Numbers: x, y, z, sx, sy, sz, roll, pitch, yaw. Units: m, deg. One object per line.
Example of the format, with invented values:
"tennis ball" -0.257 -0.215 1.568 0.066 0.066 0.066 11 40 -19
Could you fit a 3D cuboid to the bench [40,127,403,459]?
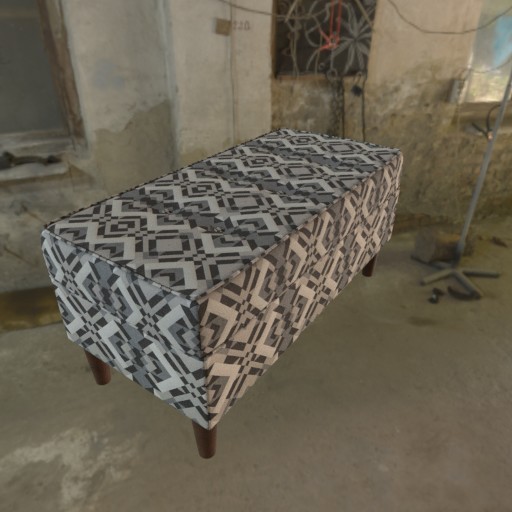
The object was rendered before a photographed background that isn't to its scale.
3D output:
"bench" 0.000 0.000 1.316 0.492 0.477 1.016 20 37 30
